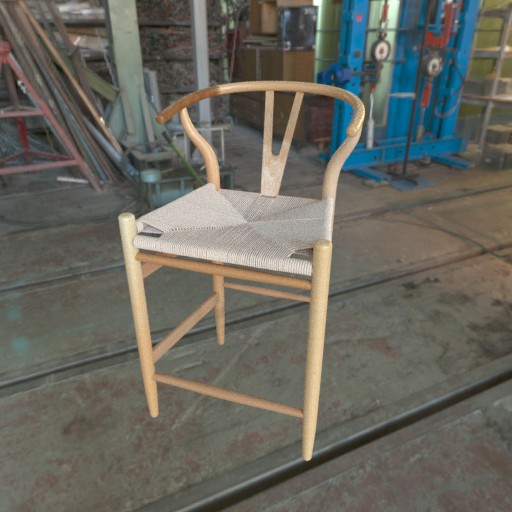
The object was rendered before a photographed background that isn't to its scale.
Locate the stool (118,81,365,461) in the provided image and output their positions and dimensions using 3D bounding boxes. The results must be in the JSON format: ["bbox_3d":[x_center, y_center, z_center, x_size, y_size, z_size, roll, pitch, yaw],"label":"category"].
[{"bbox_3d":[0.000,0.000,1.319,0.536,0.923,0.575,9,28,17],"label":"stool"}]
